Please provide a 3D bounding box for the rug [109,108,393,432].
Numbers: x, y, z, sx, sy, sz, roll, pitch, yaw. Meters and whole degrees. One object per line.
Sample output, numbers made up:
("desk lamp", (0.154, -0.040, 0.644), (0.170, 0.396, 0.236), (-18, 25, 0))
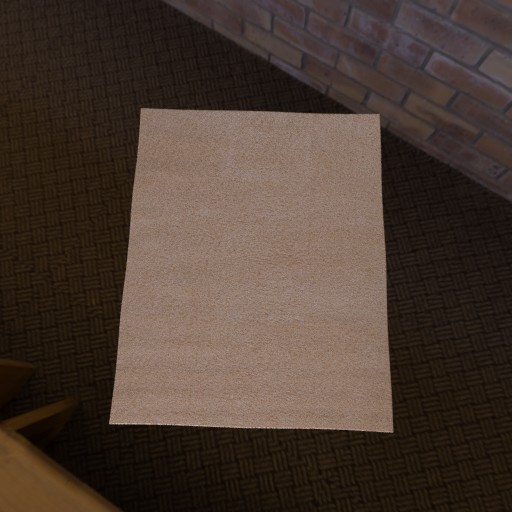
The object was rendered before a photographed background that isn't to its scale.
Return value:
("rug", (0.000, 0.000, 4.111), (2.400, 0.025, 3.000), (2, 76, 0))
